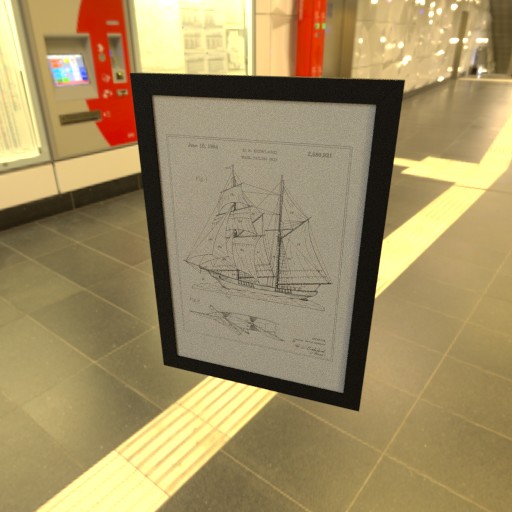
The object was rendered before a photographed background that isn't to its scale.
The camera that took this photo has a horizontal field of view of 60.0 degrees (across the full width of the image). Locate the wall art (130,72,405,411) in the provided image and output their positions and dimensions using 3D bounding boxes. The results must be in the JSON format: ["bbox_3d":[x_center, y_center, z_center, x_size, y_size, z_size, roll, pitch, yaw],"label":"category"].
[{"bbox_3d":[0.000,0.000,0.608,0.326,0.459,0.011,8,28,17],"label":"wall art"}]
